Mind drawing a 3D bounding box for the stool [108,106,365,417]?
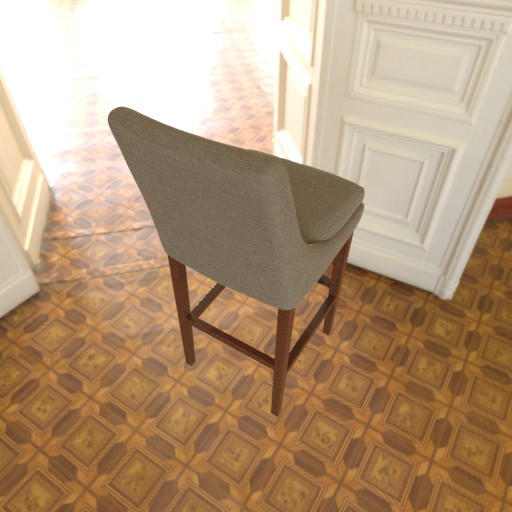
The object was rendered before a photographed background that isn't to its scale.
[{"bbox_3d":[0.000,0.000,1.379,0.470,1.078,0.577,24,49,22],"label":"stool"}]
